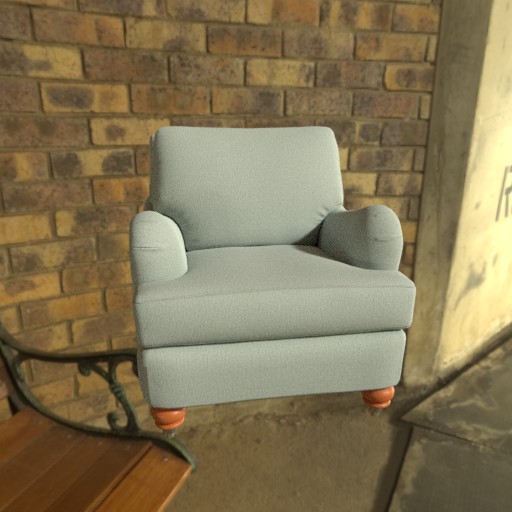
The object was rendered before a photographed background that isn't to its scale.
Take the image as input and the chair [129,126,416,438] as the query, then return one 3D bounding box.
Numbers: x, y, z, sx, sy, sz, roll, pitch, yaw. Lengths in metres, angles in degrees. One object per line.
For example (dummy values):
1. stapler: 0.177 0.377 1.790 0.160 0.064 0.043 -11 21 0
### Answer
1. chair: 0.000 0.000 1.846 0.955 1.038 1.070 -3 16 -9
